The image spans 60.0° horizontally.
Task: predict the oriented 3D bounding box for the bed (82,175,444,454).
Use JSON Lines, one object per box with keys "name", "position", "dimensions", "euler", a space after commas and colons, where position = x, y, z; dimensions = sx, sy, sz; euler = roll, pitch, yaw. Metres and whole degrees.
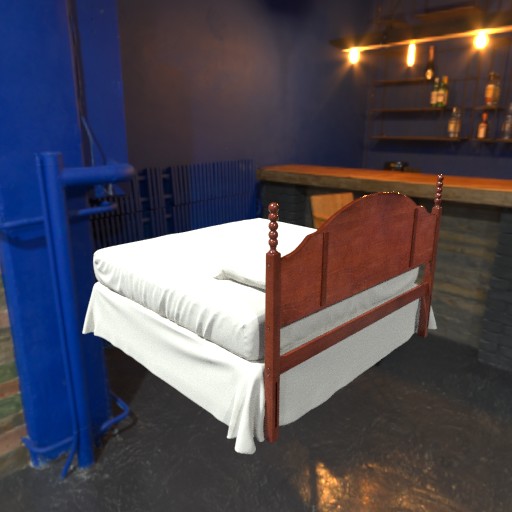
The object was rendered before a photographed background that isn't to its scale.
{"name": "bed", "position": [0.000, 0.000, 3.689], "dimensions": [2.322, 1.355, 2.219], "euler": [-15, 22, -42]}
